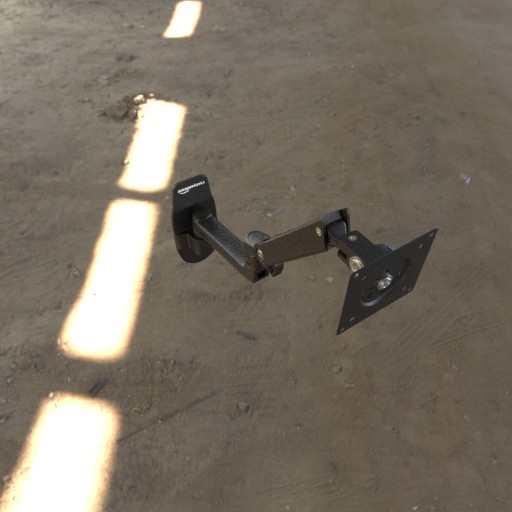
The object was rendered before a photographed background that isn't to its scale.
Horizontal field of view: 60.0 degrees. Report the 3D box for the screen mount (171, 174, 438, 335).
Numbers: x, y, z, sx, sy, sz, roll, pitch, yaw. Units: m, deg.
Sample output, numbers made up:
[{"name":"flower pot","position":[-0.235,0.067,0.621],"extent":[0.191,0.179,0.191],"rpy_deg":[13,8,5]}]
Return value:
[{"name":"screen mount","position":[0.000,0.000,0.731],"extent":[0.115,0.466,0.495],"rpy_deg":[-25,52,-22]}]
